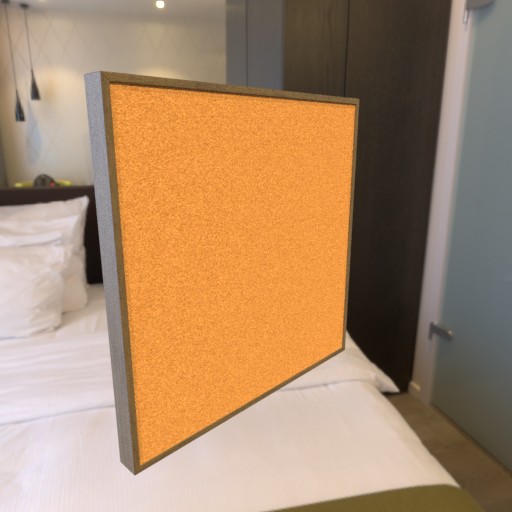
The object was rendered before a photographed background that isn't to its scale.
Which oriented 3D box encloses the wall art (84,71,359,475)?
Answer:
[{"bbox_3d":[0.000,0.000,0.718,0.037,0.507,0.507,14,21,42],"label":"wall art"}]
